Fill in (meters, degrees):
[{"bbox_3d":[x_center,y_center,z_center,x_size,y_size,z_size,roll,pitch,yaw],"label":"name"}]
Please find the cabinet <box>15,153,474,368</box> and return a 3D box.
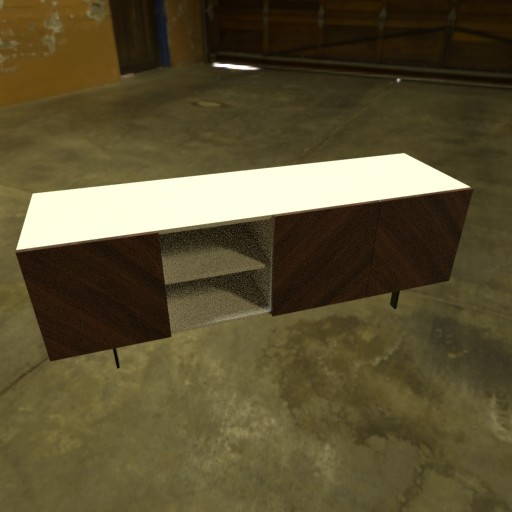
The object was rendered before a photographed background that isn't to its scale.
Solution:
[{"bbox_3d":[0.000,0.000,1.703,1.499,0.533,0.431,-9,32,-15],"label":"cabinet"}]
